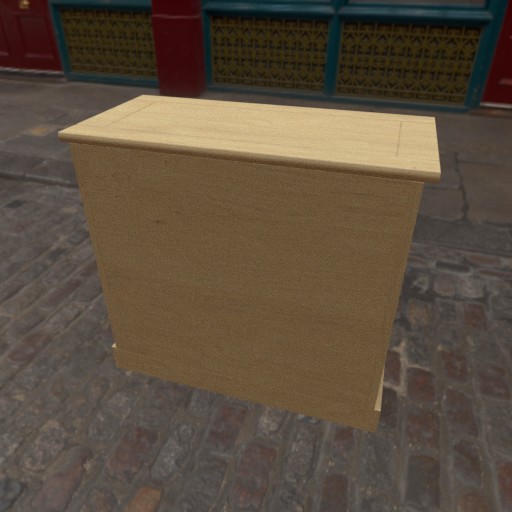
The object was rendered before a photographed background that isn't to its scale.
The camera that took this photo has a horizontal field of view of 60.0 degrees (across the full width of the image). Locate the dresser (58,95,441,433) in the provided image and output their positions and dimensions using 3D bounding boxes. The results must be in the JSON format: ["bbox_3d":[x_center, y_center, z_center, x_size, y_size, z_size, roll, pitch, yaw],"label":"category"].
[{"bbox_3d":[0.000,0.000,1.407,0.915,0.835,0.440,9,34,14],"label":"dresser"}]
